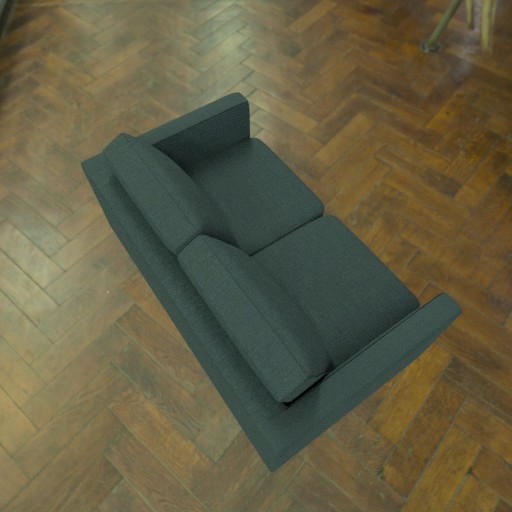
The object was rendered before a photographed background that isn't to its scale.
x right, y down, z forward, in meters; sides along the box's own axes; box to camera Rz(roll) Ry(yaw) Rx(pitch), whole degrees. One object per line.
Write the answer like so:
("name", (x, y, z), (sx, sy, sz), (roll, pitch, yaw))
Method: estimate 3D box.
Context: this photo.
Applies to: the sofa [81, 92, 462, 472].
("sofa", (0.000, 0.000, 2.236), (0.999, 0.907, 1.659), (-31, 64, -17))
